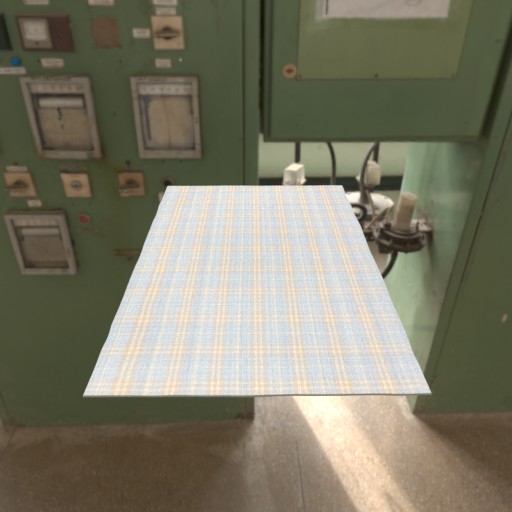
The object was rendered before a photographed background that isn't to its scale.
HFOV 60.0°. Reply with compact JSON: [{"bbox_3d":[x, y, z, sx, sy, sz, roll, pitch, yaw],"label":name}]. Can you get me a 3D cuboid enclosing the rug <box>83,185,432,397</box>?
[{"bbox_3d":[0.000,0.000,2.321,1.231,0.012,1.835,0,32,0],"label":"rug"}]
